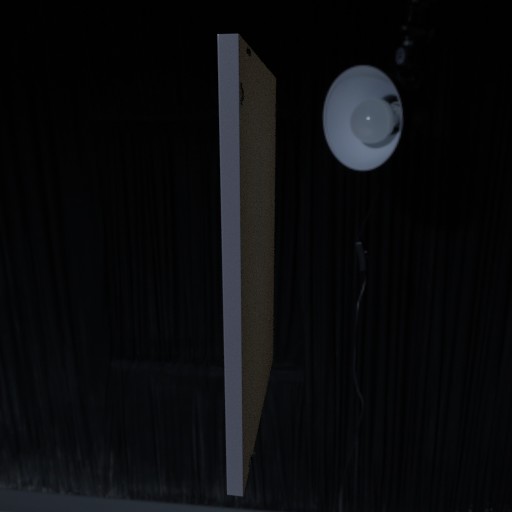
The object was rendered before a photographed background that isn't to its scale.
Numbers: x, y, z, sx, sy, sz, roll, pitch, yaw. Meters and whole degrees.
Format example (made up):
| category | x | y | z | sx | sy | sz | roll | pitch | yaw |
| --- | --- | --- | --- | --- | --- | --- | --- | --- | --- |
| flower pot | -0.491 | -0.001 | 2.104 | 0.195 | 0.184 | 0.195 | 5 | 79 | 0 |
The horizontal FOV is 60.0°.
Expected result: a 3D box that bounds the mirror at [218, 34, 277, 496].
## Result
| category | x | y | z | sx | sy | sz | roll | pitch | yaw |
| --- | --- | --- | --- | --- | --- | --- | --- | --- | --- |
| mirror | 0.000 | 0.000 | 1.132 | 0.040 | 0.915 | 0.609 | 2 | 16 | 8 |
